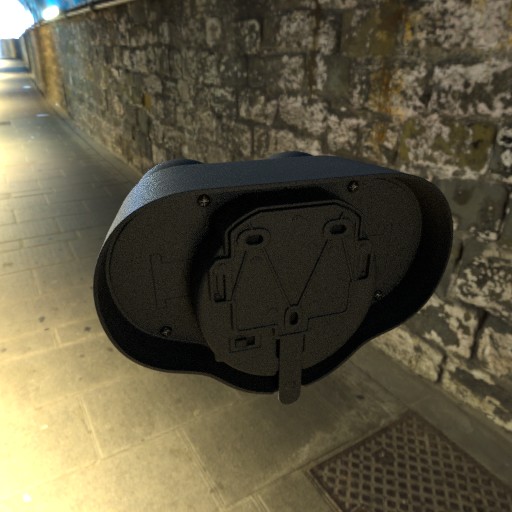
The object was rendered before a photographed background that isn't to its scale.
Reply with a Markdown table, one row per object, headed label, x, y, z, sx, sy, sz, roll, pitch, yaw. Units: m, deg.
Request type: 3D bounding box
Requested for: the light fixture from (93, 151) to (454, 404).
| label | x | y | z | sx | sy | sz | roll | pitch | yaw |
| --- | --- | --- | --- | --- | --- | --- | --- | --- | --- |
| light fixture | 0.000 | 0.000 | 0.343 | 0.229 | 0.159 | 0.159 | -8 | 26 | -16 |
